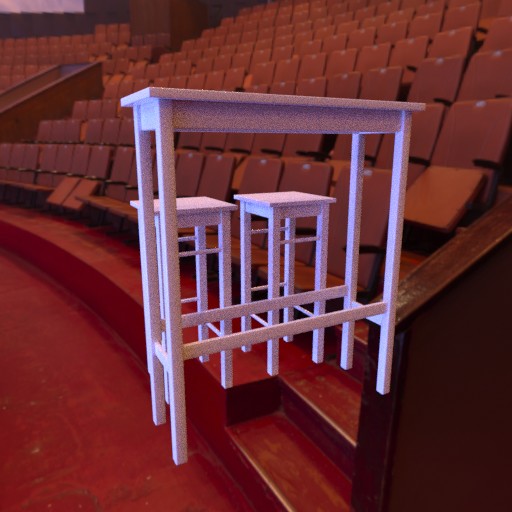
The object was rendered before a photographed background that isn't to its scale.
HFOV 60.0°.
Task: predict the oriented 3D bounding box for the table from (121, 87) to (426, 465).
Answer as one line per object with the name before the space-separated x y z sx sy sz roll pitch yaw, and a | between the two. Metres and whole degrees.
table | 0.000 0.000 1.649 0.915 1.065 0.650 -7 16 -27
